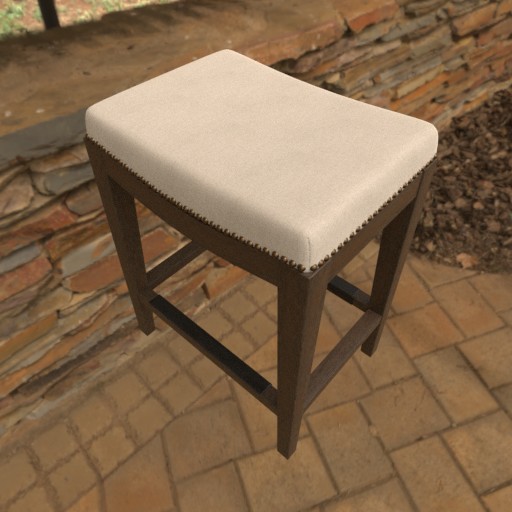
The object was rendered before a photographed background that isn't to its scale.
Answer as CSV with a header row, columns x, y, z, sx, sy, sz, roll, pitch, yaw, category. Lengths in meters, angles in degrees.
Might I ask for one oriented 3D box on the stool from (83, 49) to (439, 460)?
x,y,z,sx,sy,sz,roll,pitch,yaw,category
0.000,0.000,0.924,0.500,0.642,0.361,33,54,27,stool
